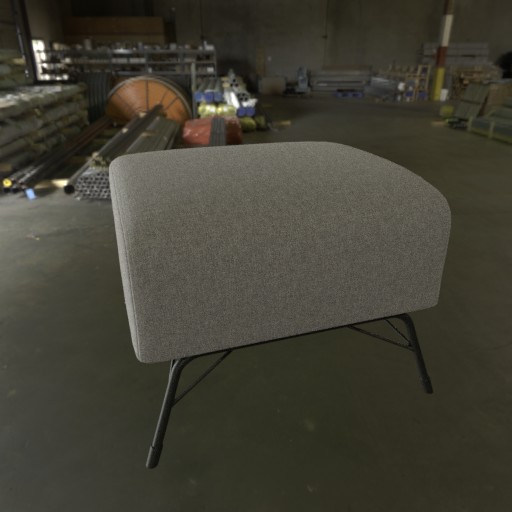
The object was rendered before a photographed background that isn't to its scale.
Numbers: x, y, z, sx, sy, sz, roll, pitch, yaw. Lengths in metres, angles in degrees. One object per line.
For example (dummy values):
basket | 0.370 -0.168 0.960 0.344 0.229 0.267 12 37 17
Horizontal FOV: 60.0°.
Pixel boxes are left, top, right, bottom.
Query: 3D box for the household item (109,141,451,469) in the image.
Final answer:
household item | 0.000 0.000 0.895 0.530 0.410 0.530 -8 26 -17
